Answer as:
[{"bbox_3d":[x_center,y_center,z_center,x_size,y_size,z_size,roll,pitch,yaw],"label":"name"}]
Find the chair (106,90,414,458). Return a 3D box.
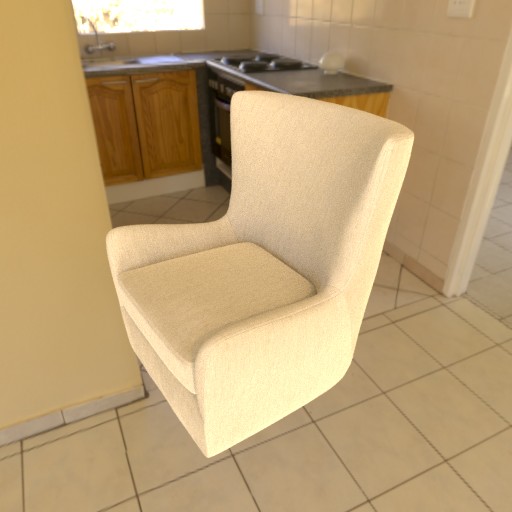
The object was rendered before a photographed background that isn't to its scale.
[{"bbox_3d":[0.000,0.000,1.631,0.904,1.000,0.779,-20,37,-29],"label":"chair"}]
